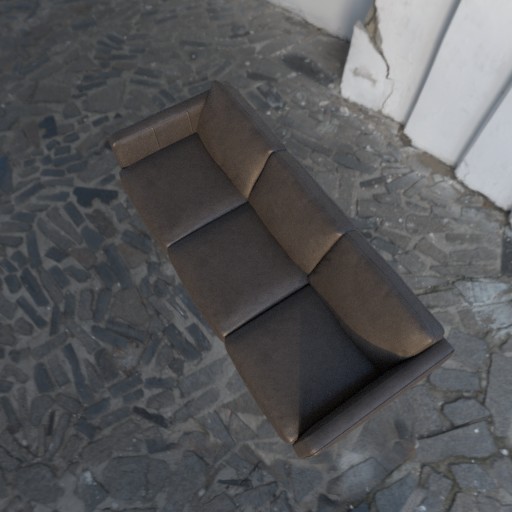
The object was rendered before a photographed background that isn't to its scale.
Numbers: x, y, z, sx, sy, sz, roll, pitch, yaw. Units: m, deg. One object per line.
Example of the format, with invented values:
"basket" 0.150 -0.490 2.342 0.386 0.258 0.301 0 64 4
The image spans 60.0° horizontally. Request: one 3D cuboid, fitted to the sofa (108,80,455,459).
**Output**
"sofa" 0.000 0.000 3.026 1.045 1.006 2.464 -30 67 -14
